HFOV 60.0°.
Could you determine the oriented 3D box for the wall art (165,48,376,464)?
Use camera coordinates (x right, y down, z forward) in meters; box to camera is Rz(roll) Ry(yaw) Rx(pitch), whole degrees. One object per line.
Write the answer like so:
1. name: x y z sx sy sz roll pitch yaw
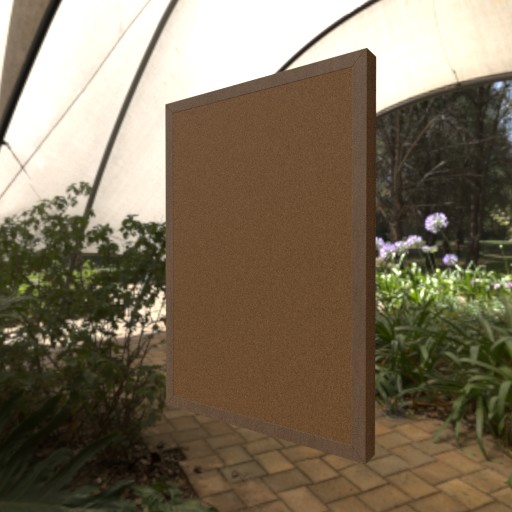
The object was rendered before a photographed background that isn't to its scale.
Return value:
1. wall art: 0.000 0.000 0.657 0.356 0.509 0.031 1 1 36
